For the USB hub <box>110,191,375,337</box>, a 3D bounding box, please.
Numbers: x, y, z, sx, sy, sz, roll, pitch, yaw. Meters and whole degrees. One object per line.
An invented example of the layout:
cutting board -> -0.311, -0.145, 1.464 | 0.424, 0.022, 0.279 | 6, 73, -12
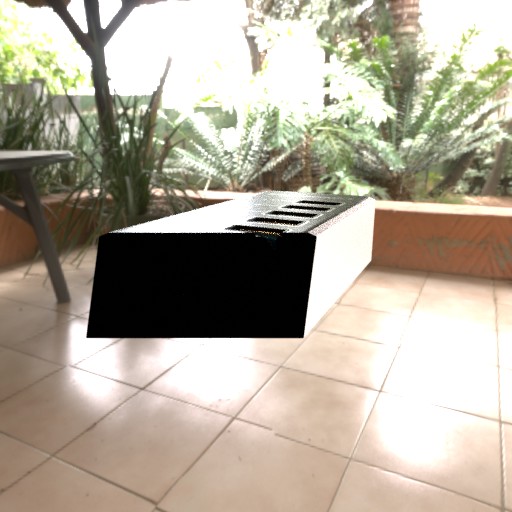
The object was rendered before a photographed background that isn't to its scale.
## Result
USB hub -> 0.000, 0.000, 0.124 | 0.044, 0.023, 0.110 | 7, 17, 25
